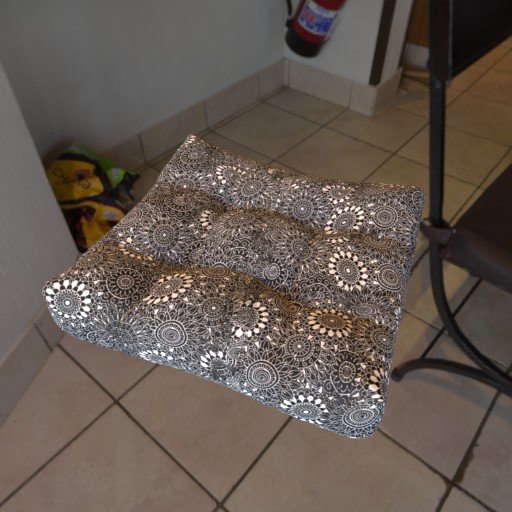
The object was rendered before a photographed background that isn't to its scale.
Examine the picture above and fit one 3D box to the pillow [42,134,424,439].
[{"bbox_3d":[0.000,0.000,0.734,0.490,0.128,0.468,16,48,15],"label":"pillow"}]
